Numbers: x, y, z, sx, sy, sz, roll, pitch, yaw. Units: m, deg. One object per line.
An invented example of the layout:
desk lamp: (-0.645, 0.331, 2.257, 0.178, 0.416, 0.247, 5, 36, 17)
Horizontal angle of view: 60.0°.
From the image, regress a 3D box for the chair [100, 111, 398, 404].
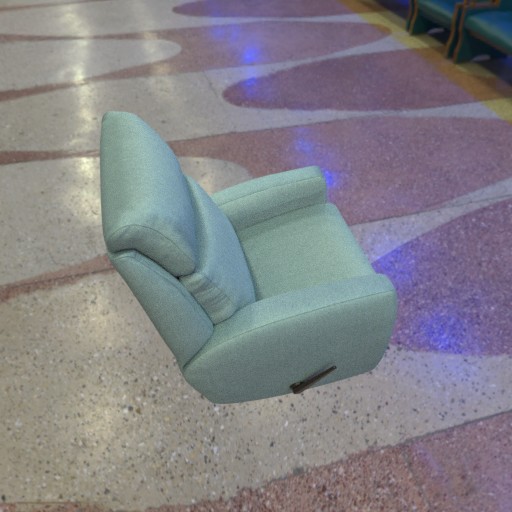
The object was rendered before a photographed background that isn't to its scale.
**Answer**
chair: (0.000, 0.000, 1.671, 0.940, 1.013, 0.812, -11, 47, -10)
